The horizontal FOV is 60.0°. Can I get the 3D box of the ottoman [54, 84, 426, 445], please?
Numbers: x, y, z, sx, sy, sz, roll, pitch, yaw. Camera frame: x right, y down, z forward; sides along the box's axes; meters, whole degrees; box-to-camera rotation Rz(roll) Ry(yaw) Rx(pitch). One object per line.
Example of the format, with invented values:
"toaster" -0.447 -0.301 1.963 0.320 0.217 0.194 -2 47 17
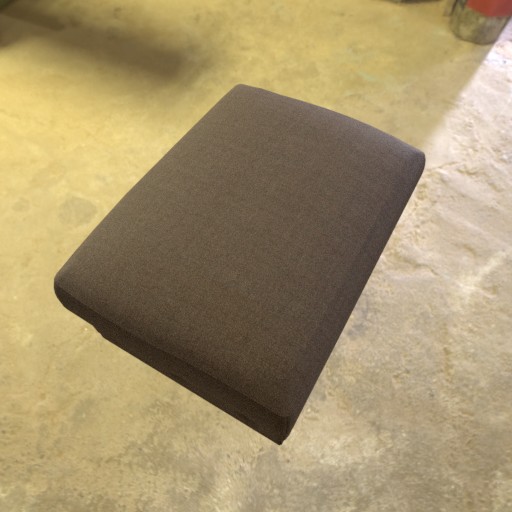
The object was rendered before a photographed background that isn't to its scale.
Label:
"ottoman" 0.000 0.000 1.214 0.599 0.555 0.809 26 61 16
